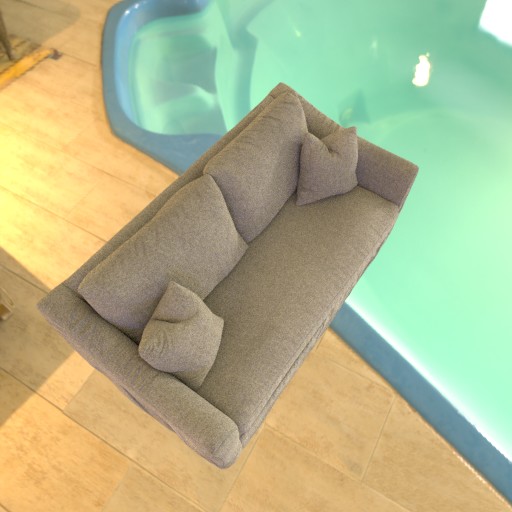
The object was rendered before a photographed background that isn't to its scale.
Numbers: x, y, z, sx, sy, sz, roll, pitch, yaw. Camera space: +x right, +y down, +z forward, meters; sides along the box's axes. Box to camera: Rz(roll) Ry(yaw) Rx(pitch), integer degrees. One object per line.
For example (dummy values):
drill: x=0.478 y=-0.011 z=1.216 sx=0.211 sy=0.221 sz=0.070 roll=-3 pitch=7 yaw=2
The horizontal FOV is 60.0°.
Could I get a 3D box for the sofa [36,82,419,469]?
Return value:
sofa: x=0.000 y=0.000 z=2.570 sx=1.072 sy=1.018 sz=2.010 roll=31 pitch=62 yaw=18
